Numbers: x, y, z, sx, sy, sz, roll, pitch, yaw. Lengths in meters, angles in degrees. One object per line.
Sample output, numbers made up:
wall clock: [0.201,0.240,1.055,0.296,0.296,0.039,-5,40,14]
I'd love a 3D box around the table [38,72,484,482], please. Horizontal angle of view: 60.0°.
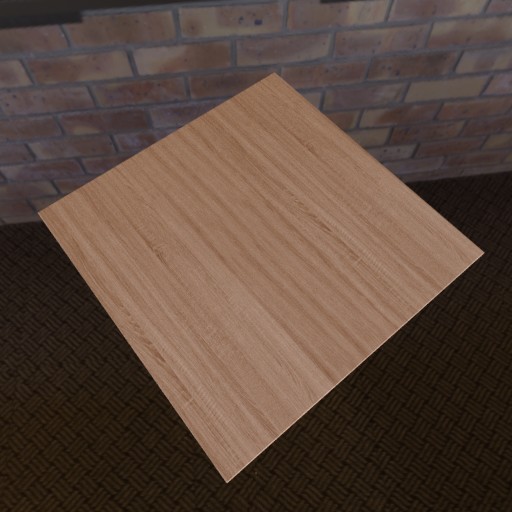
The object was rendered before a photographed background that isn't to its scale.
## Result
table: [0.000,0.000,1.380,0.890,0.305,0.890,-36,69,-16]
